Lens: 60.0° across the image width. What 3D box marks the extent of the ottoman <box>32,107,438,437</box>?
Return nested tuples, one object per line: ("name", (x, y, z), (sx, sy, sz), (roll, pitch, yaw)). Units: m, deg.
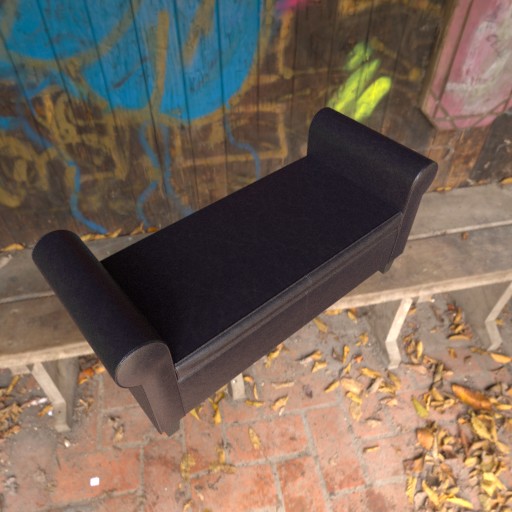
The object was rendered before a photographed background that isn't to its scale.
("ottoman", (0.000, 0.000, 1.567), (1.256, 0.547, 0.521), (-31, 54, -26))
